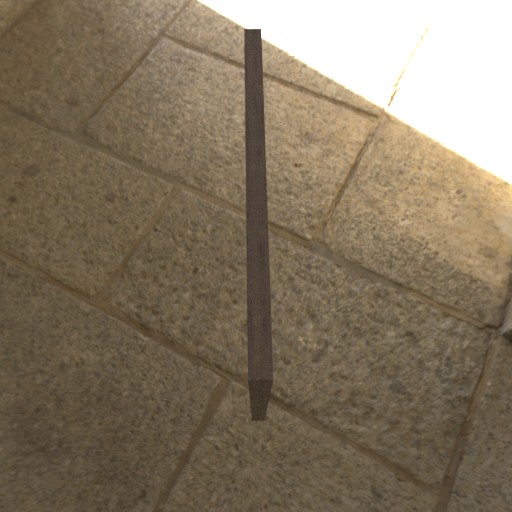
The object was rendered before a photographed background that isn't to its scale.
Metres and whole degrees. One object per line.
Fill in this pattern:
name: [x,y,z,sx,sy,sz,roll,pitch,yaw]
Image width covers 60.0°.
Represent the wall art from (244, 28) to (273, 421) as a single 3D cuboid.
wall art: [0.000,0.000,1.172,0.038,0.762,0.762,-1,65,0]
